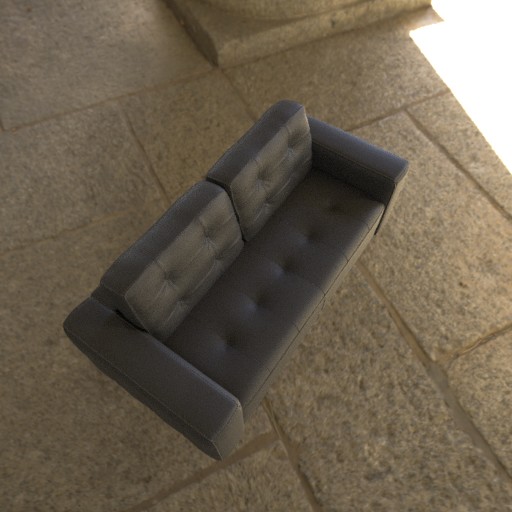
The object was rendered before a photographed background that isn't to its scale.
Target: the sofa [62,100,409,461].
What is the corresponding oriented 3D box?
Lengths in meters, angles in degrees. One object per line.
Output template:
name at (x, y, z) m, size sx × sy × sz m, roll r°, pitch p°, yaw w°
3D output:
sofa at (0.000, 0.000, 2.242) m, size 0.833 × 0.892 × 1.726 m, roll 31°, pitch 63°, yaw 17°
